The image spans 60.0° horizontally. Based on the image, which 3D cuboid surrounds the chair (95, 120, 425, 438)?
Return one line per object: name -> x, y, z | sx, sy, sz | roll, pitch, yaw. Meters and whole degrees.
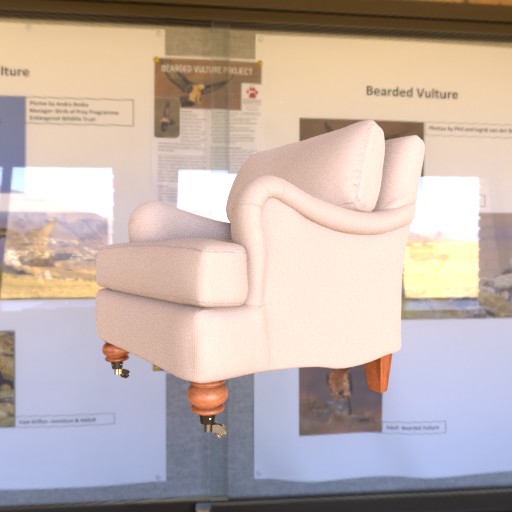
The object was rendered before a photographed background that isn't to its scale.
chair -> 0.000, 0.000, 1.818 | 1.070, 1.038, 0.955 | 0, 1, -37
